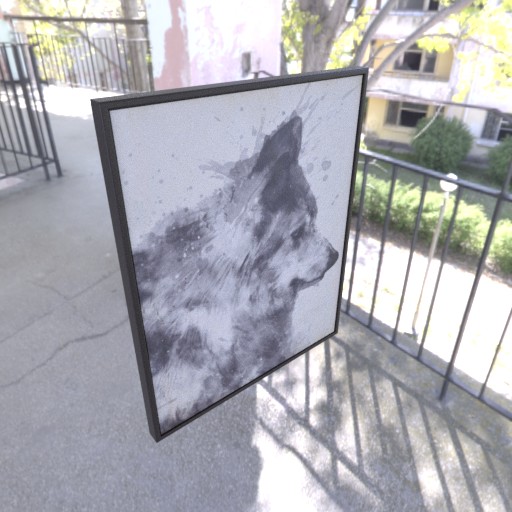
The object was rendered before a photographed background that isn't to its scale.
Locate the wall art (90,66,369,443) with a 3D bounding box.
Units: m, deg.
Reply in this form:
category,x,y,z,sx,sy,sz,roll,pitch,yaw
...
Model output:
category,x,y,z,sx,sy,sz,roll,pitch,yaw
wall art,0.000,0.000,0.740,0.451,0.551,0.028,-22,37,-33
